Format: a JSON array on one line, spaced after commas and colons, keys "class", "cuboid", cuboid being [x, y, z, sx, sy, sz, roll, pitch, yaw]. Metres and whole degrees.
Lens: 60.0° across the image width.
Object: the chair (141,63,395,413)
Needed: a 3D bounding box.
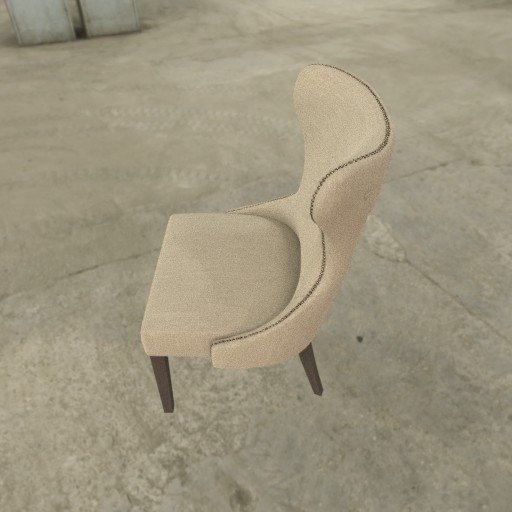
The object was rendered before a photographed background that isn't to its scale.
[{"class": "chair", "cuboid": [0.000, 0.000, 1.357, 0.635, 0.967, 0.628, 0, 42, 0]}]
